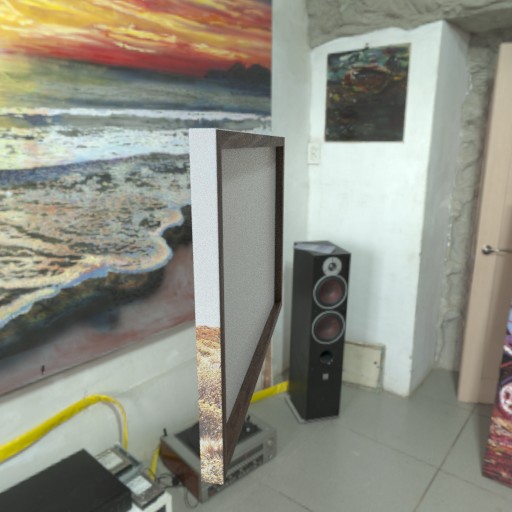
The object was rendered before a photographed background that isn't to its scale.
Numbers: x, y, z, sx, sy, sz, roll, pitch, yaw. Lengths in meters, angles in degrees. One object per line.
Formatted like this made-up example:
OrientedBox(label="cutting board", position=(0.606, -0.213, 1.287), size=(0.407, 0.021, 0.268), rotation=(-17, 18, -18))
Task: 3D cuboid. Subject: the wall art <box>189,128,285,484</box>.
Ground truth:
OrientedBox(label="wall art", position=(0.000, 0.000, 1.439), size=(0.051, 0.761, 1.138), rotation=(2, 14, 10))
